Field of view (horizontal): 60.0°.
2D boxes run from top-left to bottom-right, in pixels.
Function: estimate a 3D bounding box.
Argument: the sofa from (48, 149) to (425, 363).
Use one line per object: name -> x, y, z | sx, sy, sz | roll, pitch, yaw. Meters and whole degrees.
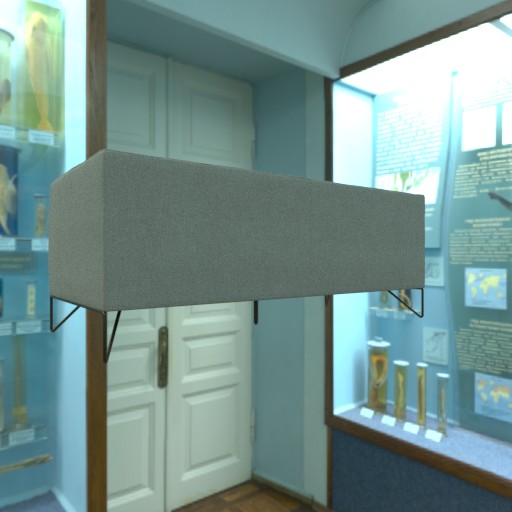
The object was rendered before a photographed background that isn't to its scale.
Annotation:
sofa -> 0.000, 0.000, 2.585 | 2.079, 0.798, 0.912 | 0, 0, -37
